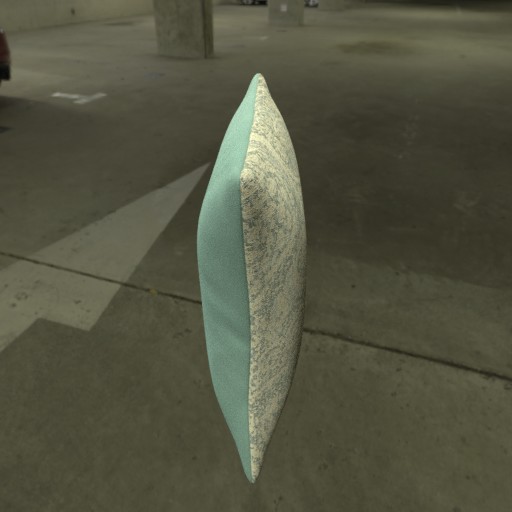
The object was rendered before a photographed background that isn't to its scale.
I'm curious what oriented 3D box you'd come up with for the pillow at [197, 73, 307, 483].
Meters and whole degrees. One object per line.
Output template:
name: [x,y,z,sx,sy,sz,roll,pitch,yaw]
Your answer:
pillow: [0.000,0.000,0.773,0.166,0.507,0.526,1,32,2]
